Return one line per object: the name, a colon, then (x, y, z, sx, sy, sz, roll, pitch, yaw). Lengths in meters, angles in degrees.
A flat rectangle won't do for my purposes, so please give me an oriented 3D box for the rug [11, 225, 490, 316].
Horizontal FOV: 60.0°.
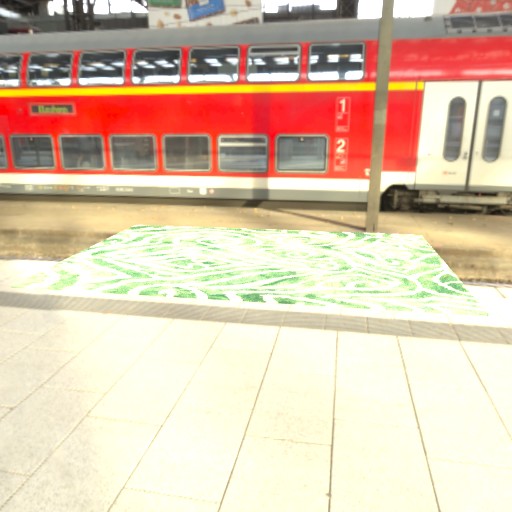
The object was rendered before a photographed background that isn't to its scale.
rug: (0.000, 0.000, 2.241, 1.826, 0.006, 1.220, 3, 16, 9)
